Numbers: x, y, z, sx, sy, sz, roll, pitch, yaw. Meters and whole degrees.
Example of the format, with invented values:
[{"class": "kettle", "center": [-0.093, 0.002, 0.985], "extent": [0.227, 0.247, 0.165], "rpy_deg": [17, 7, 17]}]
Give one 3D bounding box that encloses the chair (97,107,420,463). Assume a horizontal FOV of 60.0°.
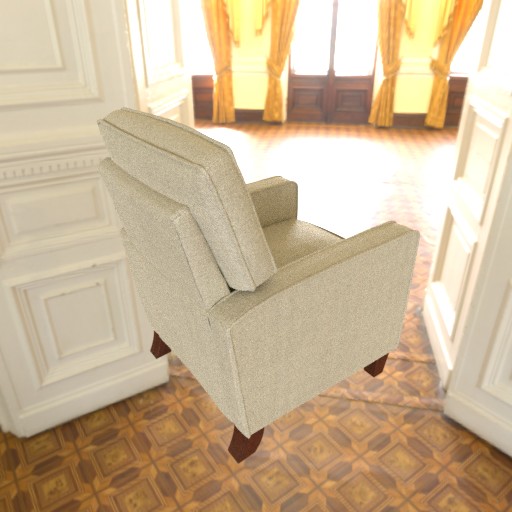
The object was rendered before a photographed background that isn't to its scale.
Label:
[{"class": "chair", "center": [0.000, 0.000, 1.383], "extent": [0.754, 0.888, 0.648], "rpy_deg": [-19, 33, -31]}]
